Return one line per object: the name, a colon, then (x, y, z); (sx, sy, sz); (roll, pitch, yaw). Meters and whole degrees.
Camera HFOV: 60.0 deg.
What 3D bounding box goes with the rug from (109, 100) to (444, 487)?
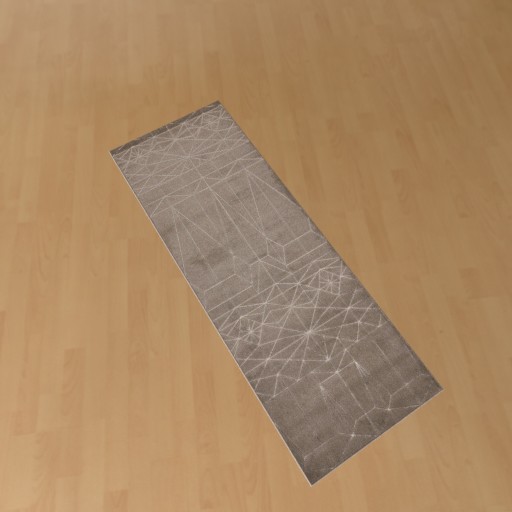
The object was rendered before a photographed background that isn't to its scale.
rug: (0.000, 0.000, 2.683); (0.864, 0.012, 2.388); (-30, 69, -13)
